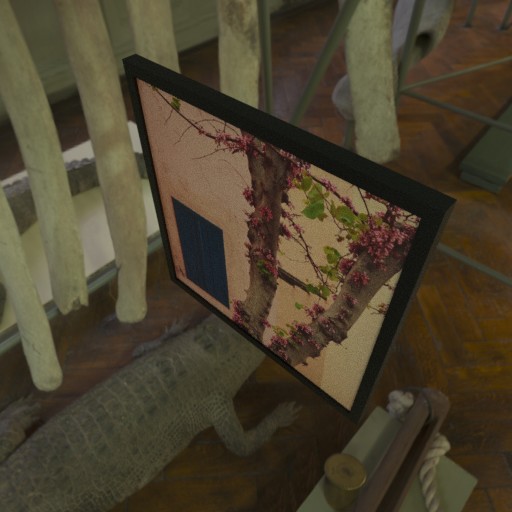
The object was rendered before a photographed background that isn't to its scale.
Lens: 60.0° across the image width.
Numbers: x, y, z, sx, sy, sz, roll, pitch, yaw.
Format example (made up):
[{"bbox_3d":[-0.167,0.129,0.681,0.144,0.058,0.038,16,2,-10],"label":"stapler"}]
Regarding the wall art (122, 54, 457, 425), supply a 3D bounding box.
[{"bbox_3d":[0.000,0.000,1.095,0.762,0.762,0.038,33,55,27],"label":"wall art"}]
